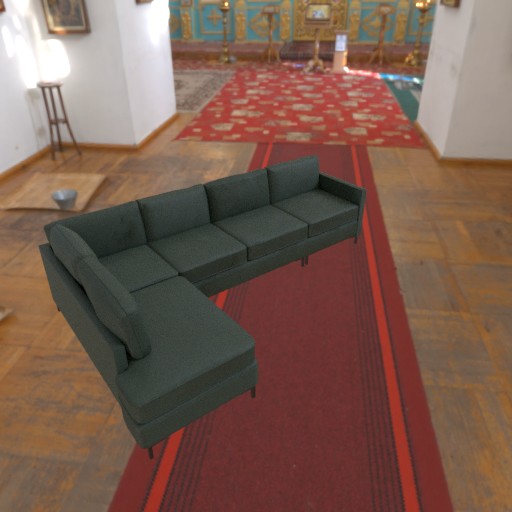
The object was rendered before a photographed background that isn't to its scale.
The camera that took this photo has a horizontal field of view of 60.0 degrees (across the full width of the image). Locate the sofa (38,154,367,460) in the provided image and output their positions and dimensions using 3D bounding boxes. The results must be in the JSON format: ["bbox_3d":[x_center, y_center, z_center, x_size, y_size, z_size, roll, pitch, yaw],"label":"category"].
[{"bbox_3d":[0.000,0.000,4.206,3.384,0.996,2.048,-21,36,-32],"label":"sofa"}]
